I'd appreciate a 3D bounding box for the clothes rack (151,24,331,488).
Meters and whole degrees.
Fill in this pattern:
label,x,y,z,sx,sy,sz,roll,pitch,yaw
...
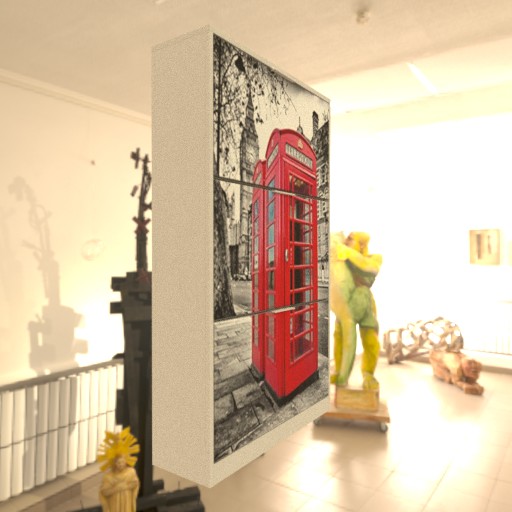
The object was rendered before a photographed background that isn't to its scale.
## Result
label,x,y,z,sx,sy,sz,roll,pitch,yaw
clothes rack,0.000,0.000,1.590,0.250,1.280,0.750,0,1,36
